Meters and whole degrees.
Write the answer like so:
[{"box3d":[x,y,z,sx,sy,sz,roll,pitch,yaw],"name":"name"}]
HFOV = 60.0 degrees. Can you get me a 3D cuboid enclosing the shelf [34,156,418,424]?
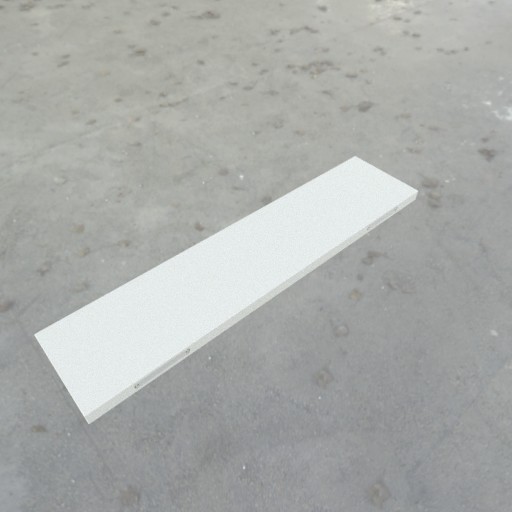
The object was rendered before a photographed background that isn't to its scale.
[{"box3d":[0.000,0.000,0.661,0.610,0.020,0.140,-32,54,-27],"name":"shelf"}]
